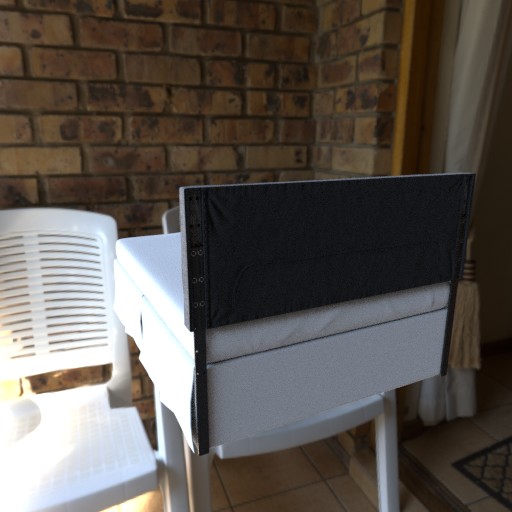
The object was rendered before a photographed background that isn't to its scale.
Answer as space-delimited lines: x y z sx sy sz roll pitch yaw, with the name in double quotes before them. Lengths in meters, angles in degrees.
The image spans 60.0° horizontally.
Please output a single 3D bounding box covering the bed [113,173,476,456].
"bed" 0.000 0.000 2.955 1.621 1.168 1.958 -7 17 -26
